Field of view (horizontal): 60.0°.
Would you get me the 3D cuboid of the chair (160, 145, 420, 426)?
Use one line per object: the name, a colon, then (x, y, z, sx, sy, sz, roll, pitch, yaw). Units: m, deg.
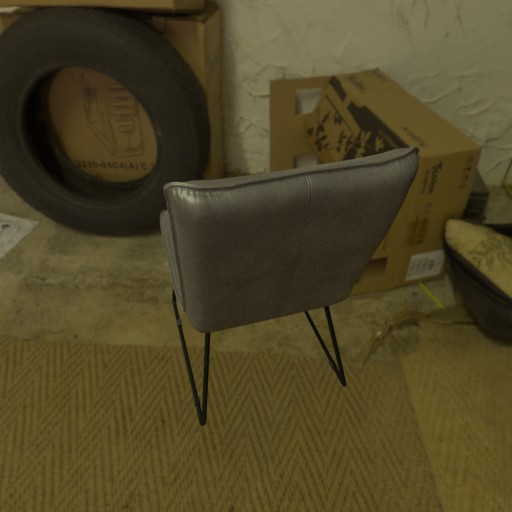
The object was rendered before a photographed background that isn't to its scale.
chair: (0.000, 0.000, 1.329, 0.515, 0.932, 0.688, -11, 41, -13)
